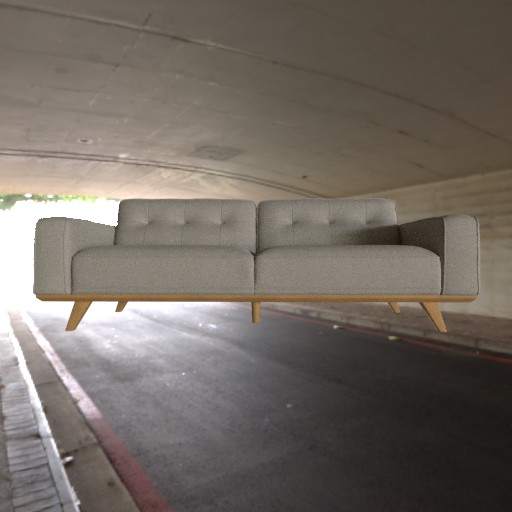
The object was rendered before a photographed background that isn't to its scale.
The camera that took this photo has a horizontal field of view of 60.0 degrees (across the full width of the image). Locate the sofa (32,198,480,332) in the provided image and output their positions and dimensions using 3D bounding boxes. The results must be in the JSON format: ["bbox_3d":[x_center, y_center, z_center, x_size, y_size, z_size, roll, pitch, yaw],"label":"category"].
[{"bbox_3d":[0.000,0.000,2.678,2.270,0.781,0.956,0,0,1],"label":"sofa"}]
